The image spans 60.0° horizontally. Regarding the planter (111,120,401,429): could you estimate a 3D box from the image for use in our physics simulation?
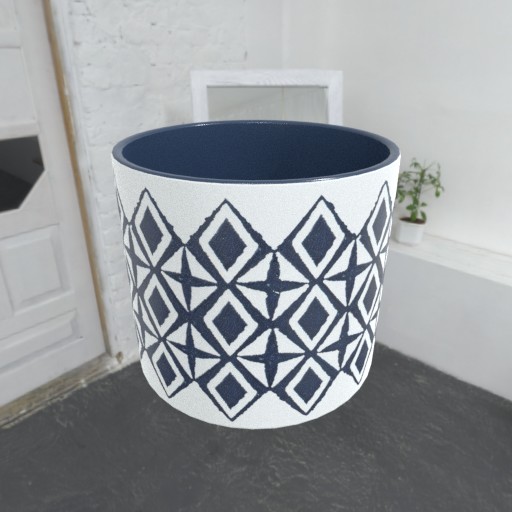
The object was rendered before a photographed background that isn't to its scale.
[{"bbox_3d":[0.000,0.000,0.323,0.182,0.165,0.182,0,26,0],"label":"planter"}]
